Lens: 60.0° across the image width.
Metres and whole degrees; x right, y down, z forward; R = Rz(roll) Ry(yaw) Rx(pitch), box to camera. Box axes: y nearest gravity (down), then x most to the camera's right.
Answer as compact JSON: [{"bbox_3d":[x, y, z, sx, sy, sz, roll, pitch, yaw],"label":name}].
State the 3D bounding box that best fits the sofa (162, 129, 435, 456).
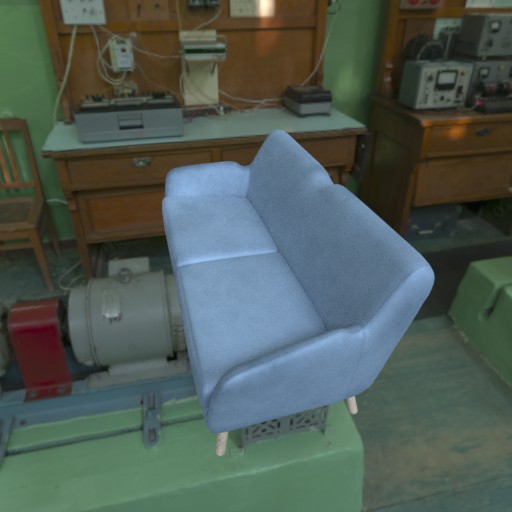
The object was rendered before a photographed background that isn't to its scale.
[{"bbox_3d":[0.000,0.000,2.290,0.850,0.810,1.870,-8,33,-13],"label":"sofa"}]
